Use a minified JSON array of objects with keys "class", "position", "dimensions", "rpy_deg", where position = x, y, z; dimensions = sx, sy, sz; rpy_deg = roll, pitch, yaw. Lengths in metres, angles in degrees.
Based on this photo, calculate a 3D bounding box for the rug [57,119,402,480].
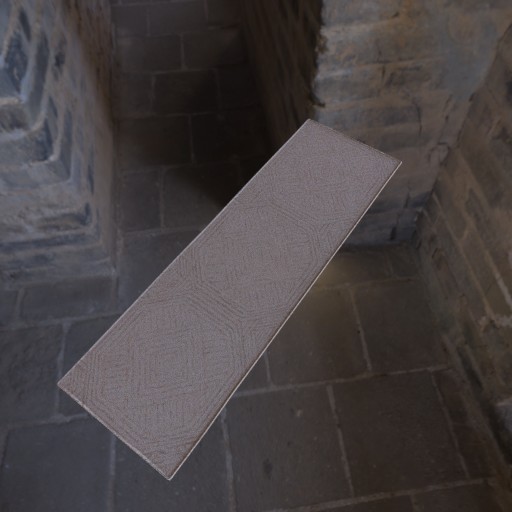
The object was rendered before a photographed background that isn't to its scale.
[{"class":"rug","position":[0.000,0.000,2.687],"dimensions":[0.775,0.012,2.452],"rpy_deg":[31,63,18]}]
